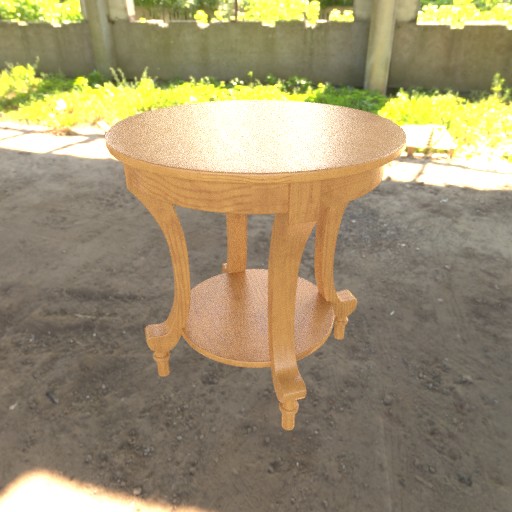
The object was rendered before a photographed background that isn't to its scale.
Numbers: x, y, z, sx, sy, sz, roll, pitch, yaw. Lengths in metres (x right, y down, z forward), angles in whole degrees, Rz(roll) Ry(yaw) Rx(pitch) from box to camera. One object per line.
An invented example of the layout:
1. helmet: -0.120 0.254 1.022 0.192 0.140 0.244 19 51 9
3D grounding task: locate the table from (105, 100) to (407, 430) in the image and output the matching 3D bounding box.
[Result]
1. table: 0.000 0.000 1.060 0.597 0.612 0.597 0 29 0
